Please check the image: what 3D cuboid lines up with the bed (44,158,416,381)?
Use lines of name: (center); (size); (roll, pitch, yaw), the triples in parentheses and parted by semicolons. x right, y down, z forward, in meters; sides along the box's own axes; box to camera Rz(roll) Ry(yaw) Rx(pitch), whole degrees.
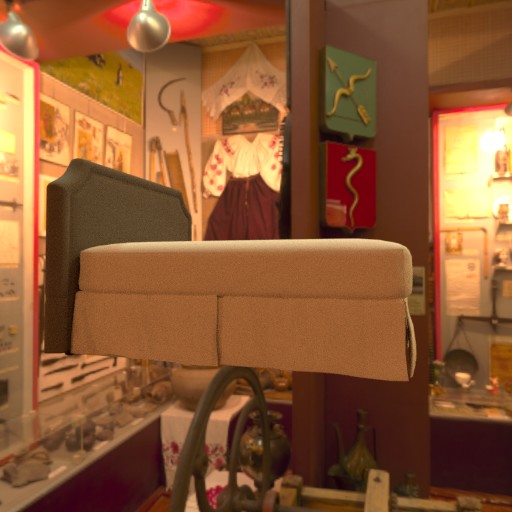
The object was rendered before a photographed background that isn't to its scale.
bed: (0.000, 0.000, 3.261); (2.181, 1.297, 1.831); (0, -1, 18)
